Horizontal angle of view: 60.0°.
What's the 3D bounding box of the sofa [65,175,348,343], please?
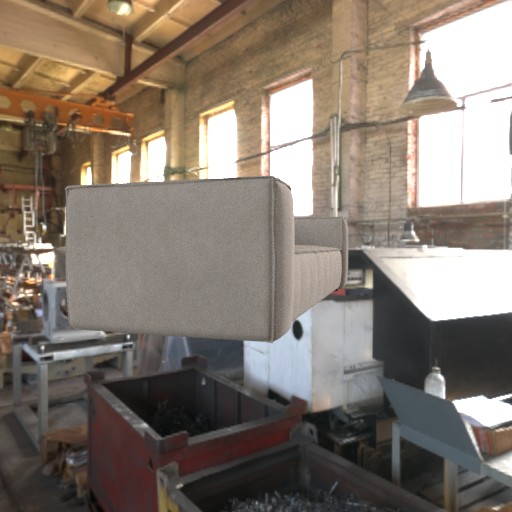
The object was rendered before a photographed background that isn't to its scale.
[{"bbox_3d":[0.000,0.000,3.090,1.038,0.680,2.697,0,1,17],"label":"sofa"}]
